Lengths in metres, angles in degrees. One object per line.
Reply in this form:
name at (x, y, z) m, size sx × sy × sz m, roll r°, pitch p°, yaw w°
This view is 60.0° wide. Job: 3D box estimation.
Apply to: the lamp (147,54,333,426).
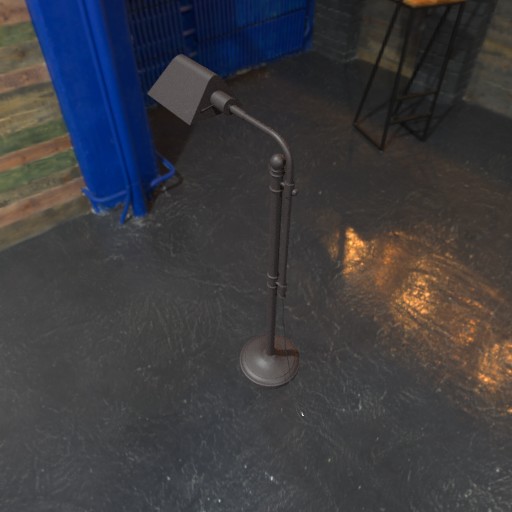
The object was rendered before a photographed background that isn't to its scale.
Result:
lamp at (0.000, 0.000, 0.956) m, size 0.159 × 0.708 × 0.545 m, roll -29°, pitch 52°, yaw -26°
